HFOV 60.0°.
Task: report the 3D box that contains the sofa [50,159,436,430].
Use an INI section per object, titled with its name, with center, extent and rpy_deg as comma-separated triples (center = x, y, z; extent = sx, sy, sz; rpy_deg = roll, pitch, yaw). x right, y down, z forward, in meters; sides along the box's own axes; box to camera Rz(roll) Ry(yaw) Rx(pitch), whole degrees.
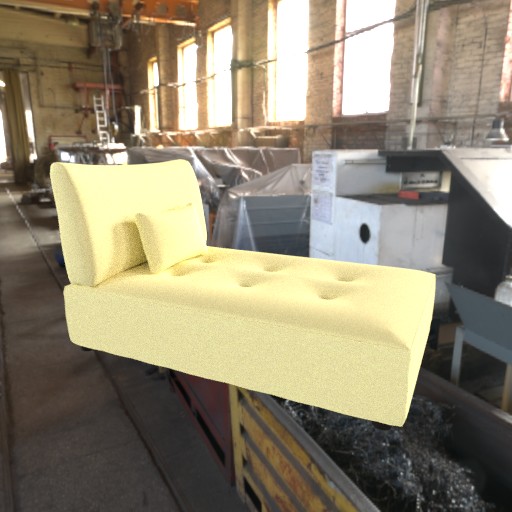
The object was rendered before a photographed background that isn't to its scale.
[sofa]
center = 0.000, 0.000, 1.968
extent = 1.450, 0.820, 0.930
rpy_deg = 7, 15, 25
